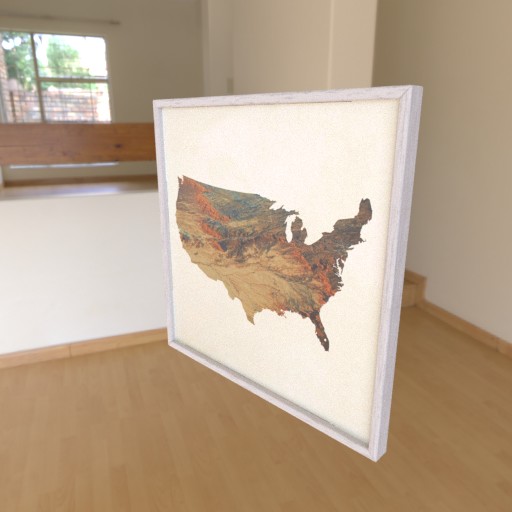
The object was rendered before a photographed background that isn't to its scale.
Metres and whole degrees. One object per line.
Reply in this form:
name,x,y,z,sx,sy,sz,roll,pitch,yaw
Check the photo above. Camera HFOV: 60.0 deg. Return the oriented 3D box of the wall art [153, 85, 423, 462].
wall art,0.000,0.000,1.881,1.287,1.288,0.078,16,23,42
